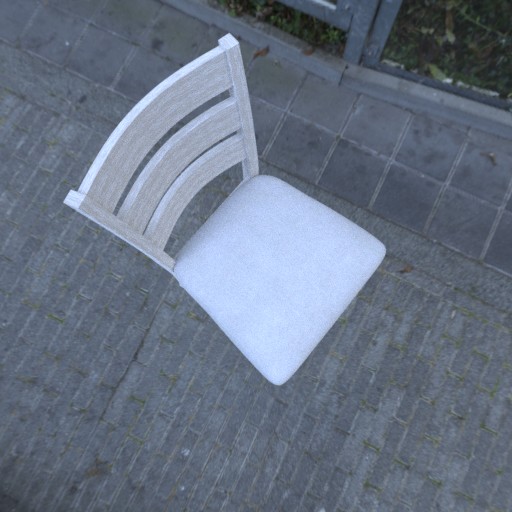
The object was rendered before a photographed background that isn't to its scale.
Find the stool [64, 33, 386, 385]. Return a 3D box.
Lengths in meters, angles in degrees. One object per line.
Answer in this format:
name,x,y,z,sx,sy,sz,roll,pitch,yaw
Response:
stool,0.000,0.000,1.273,0.569,1.032,0.484,39,80,8
